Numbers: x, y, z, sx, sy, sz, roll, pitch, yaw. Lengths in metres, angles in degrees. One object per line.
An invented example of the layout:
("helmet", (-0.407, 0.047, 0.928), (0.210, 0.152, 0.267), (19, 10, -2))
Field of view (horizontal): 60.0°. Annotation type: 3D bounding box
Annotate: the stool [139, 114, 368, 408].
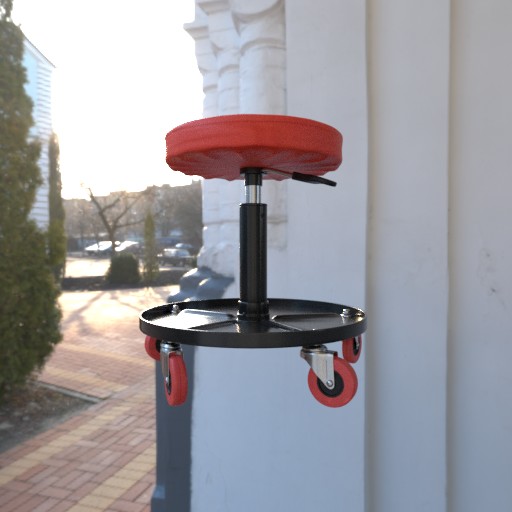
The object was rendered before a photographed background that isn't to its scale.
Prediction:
("stool", (0.000, 0.000, 0.686), (0.382, 0.365, 0.381), (1, 2, 37))
